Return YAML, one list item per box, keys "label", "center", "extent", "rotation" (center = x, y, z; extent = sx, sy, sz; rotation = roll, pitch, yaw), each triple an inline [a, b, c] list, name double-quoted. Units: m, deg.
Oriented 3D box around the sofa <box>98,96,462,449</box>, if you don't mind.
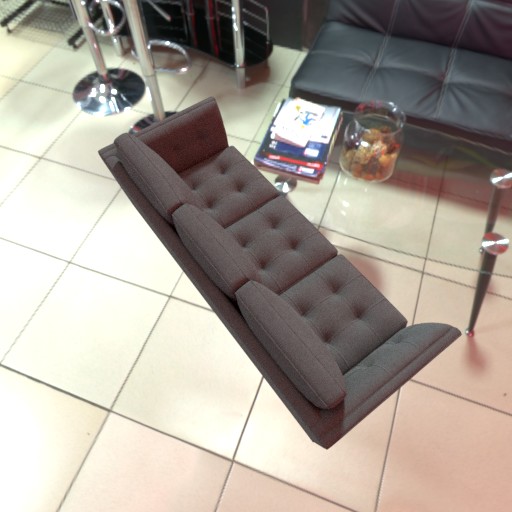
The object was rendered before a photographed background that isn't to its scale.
- label: "sofa"
  center: [0.000, 0.000, 2.954]
  extent: [0.965, 0.940, 2.387]
  rotation: [-32, 63, -18]
